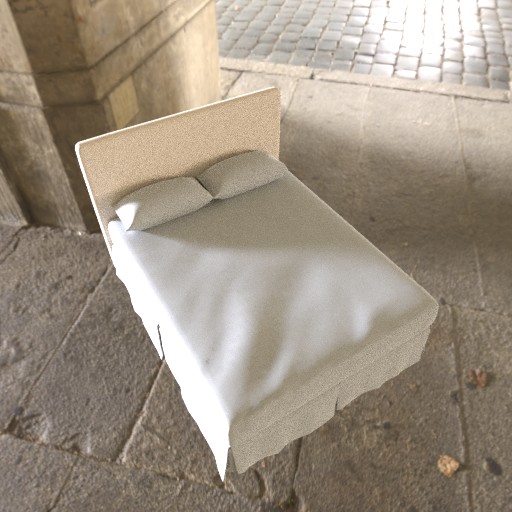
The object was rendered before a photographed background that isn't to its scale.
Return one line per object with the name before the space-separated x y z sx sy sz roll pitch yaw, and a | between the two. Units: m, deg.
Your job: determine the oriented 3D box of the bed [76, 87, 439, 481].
bed | 0.000 0.000 3.211 1.748 1.330 2.142 -24 51 -21
